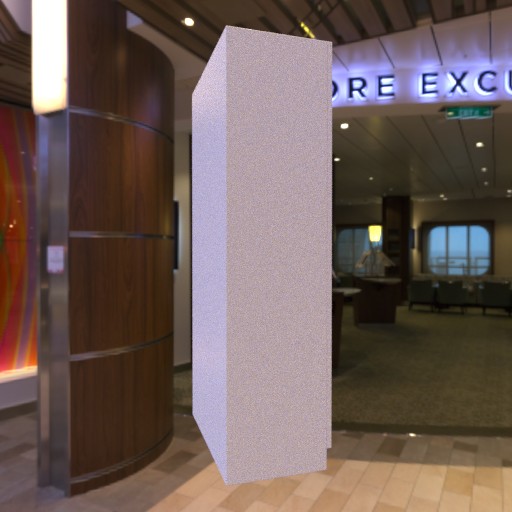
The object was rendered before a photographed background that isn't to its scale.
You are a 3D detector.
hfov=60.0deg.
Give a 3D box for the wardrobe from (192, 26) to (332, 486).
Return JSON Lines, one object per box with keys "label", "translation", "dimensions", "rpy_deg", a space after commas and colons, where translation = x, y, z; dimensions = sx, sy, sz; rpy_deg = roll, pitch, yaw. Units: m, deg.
{"label": "wardrobe", "translation": [0.000, 0.000, 2.068], "dimensions": [0.470, 1.700, 0.760], "rpy_deg": [0, 1, -18]}
